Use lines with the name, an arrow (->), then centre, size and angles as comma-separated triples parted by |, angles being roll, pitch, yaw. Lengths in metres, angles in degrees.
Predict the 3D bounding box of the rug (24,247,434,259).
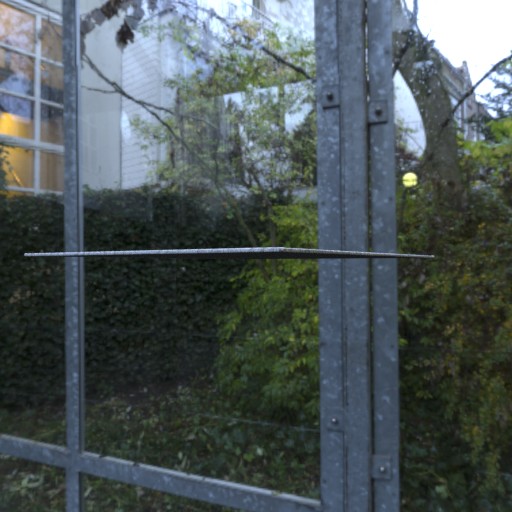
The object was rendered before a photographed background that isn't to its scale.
rug -> 0.000, 0.000, 4.101 | 2.449, 0.025, 3.049 | -1, -1, 35
